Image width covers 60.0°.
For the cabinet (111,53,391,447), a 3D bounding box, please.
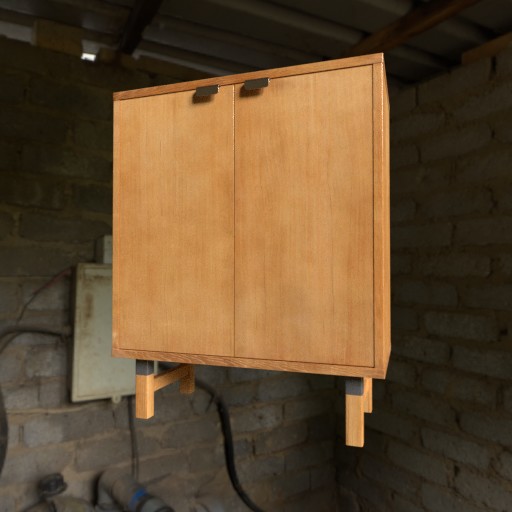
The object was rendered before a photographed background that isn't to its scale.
[{"bbox_3d":[0.000,0.000,1.405,0.800,1.001,0.419,0,-1,19],"label":"cabinet"}]
